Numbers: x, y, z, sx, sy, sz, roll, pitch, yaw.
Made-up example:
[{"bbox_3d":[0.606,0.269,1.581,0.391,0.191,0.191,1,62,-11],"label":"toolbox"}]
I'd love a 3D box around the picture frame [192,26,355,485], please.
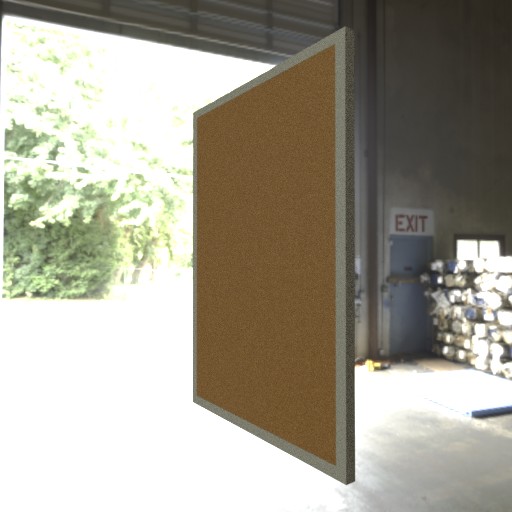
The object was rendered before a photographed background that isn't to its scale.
[{"bbox_3d":[0.000,0.000,0.546,0.013,0.434,0.305,0,-1,-36],"label":"picture frame"}]
